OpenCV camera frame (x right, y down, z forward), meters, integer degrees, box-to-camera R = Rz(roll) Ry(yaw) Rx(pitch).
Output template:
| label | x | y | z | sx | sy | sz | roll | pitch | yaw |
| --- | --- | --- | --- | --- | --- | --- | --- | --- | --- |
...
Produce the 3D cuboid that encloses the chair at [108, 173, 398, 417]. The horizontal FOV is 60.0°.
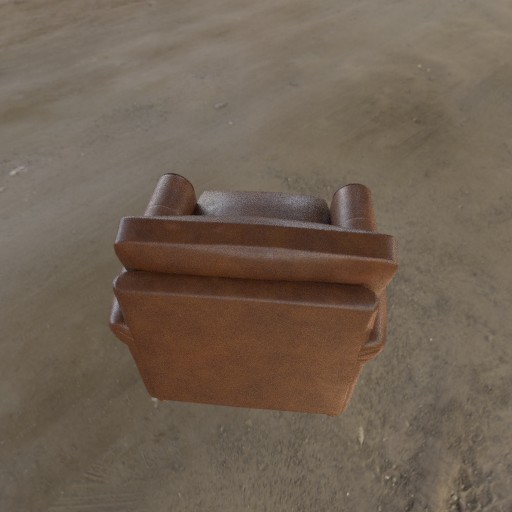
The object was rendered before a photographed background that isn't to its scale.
| label | x | y | z | sx | sy | sz | roll | pitch | yaw |
| --- | --- | --- | --- | --- | --- | --- | --- | --- | --- |
| chair | 0.000 | 0.000 | 1.842 | 0.989 | 0.972 | 0.992 | 4 | 47 | 4 |
